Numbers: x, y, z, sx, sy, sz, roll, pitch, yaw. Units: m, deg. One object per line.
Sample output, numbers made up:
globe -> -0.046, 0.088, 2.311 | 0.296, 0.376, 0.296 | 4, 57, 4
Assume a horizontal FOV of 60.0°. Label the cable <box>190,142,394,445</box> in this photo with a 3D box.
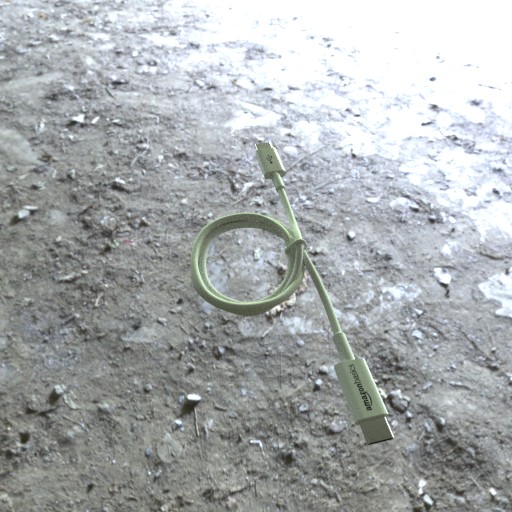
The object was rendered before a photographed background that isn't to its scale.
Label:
cable -> 0.000, 0.000, 0.231 | 0.070, 0.014, 0.203 | -10, 49, -8
